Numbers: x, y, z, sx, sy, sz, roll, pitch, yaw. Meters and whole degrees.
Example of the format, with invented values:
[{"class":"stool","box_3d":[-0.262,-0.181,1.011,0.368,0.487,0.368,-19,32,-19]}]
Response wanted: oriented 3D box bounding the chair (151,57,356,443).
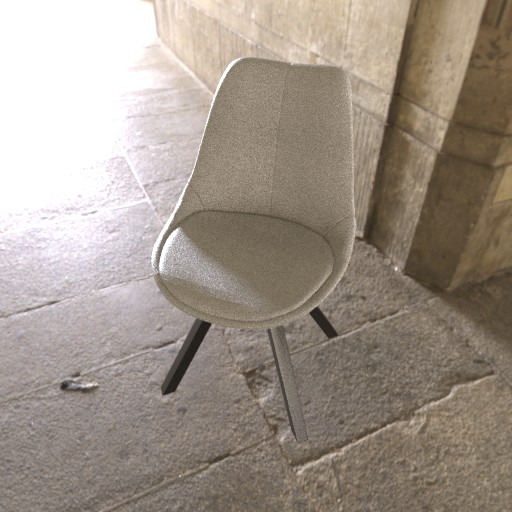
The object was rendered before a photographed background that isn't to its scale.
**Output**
[{"class":"chair","box_3d":[0.000,0.000,1.174,0.485,0.850,0.550,13,42,15]}]
